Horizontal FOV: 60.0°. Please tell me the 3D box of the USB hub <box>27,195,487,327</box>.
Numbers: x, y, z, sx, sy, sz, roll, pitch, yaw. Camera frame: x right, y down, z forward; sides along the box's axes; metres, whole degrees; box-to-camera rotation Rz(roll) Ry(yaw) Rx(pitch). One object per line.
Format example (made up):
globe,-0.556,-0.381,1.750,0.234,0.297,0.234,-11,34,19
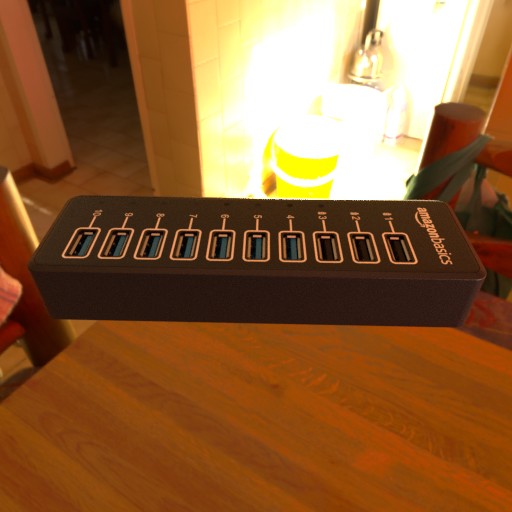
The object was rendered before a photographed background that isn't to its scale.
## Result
USB hub,0.000,0.000,0.160,0.145,0.023,0.044,1,40,1
